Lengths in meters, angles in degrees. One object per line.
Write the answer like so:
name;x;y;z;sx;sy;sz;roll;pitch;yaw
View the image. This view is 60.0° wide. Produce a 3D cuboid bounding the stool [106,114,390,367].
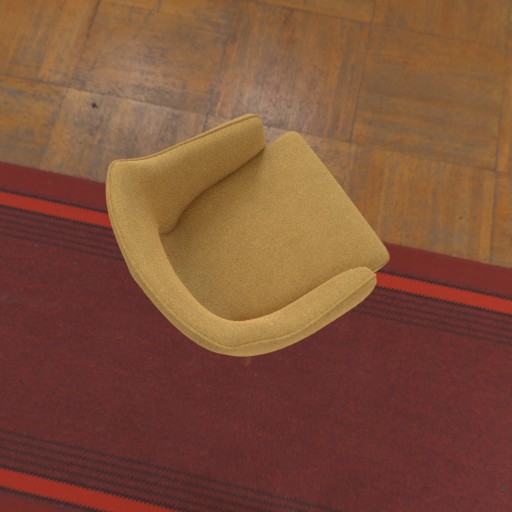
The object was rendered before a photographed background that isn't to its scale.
stool;0.000;0.000;1.279;0.558;0.924;0.548;-32;77;-8
